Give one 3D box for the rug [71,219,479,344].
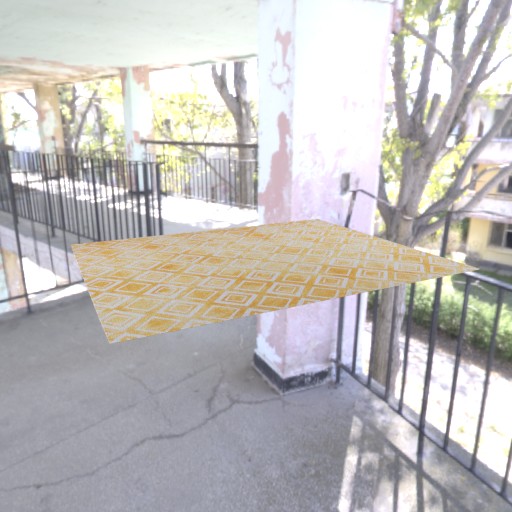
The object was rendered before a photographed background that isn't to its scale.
[{"bbox_3d":[0.000,0.000,4.151,3.037,0.011,2.433,-8,18,-26],"label":"rug"}]
